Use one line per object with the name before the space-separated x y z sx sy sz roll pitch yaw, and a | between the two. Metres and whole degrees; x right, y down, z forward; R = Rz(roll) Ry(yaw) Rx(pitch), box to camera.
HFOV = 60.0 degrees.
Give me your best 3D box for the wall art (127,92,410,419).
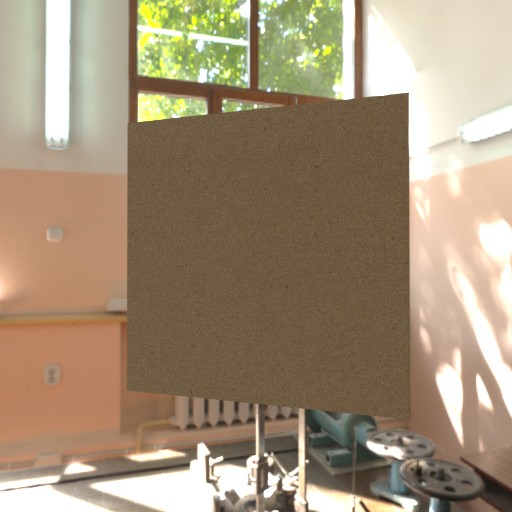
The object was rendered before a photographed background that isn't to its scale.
wall art | 0.000 0.000 1.182 0.773 0.775 0.031 0 -1 18
